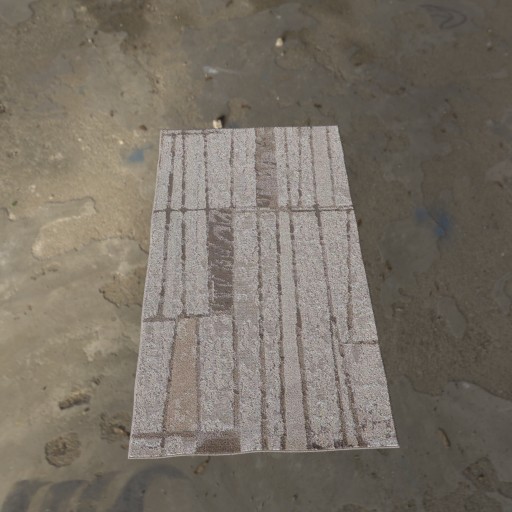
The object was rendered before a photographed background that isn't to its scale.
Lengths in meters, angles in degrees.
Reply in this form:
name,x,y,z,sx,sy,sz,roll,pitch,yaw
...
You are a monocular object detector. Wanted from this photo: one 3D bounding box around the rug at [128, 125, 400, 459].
name,x,y,z,sx,sy,sz,roll,pitch,yaw
rug,0.000,0.000,1.056,0.515,0.007,0.867,-2,59,-1
